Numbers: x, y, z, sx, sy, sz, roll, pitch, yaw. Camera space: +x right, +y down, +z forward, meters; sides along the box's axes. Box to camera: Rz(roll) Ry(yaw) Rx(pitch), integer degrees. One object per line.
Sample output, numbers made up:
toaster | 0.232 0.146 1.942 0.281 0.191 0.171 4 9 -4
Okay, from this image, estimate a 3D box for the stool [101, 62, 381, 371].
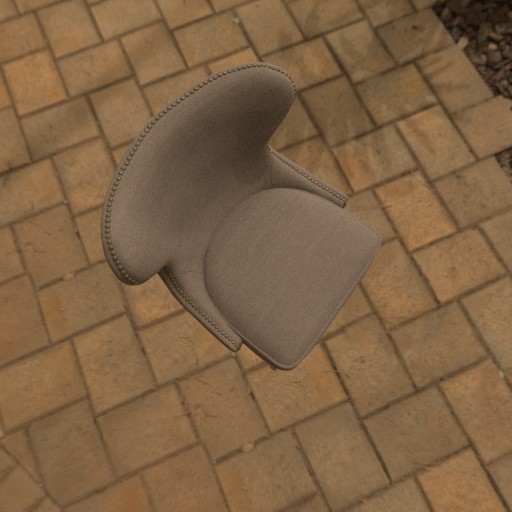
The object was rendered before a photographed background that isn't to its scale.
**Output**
stool | 0.000 0.000 1.379 0.597 0.972 0.615 36 77 9
